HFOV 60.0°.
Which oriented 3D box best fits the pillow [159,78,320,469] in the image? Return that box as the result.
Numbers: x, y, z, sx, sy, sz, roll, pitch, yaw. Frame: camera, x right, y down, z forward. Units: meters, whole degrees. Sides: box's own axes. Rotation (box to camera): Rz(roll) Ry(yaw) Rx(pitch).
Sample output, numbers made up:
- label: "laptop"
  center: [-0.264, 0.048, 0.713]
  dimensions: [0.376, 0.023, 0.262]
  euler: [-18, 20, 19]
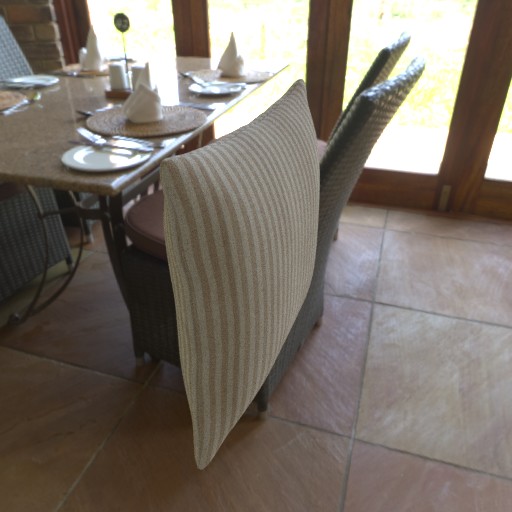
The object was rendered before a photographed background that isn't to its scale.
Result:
- label: "pillow"
  center: [0.000, 0.000, 0.784]
  dimensions: [0.166, 0.510, 0.523]
  euler: [11, 33, 18]
